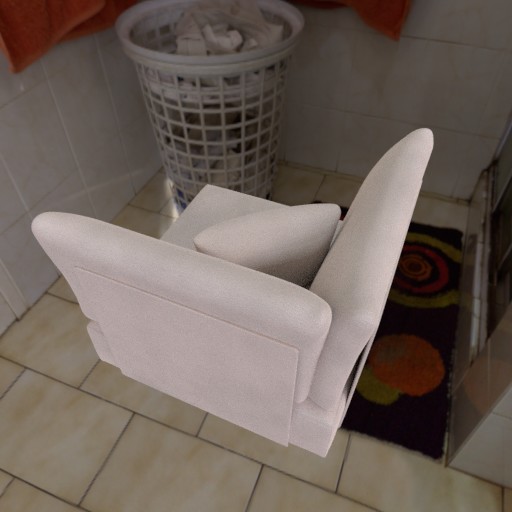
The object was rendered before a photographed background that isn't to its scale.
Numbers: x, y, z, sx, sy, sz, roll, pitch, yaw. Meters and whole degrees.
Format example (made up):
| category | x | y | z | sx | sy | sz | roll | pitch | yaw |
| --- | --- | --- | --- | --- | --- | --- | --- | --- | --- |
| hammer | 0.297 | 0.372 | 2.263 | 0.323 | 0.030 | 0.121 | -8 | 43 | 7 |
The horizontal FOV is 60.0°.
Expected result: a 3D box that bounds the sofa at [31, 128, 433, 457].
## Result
| category | x | y | z | sx | sy | sz | roll | pitch | yaw |
| --- | --- | --- | --- | --- | --- | --- | --- | --- | --- |
| sofa | 0.000 | 0.000 | 1.707 | 1.000 | 0.820 | 1.000 | 18 | 49 | 16 |
